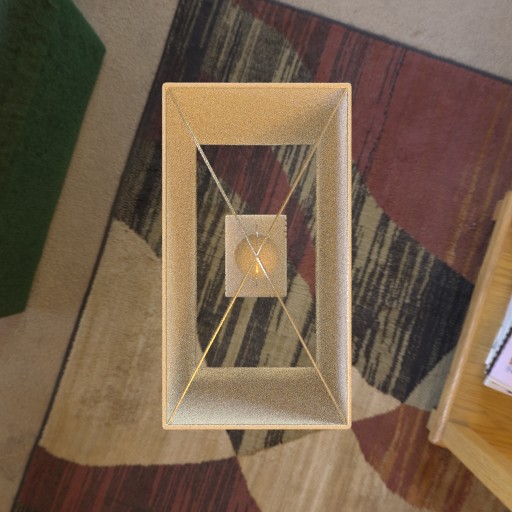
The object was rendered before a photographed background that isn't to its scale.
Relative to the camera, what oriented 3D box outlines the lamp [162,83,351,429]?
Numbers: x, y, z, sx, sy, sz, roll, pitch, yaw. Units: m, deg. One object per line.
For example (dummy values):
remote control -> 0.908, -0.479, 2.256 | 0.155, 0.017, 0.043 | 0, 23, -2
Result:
lamp -> 0.000, 0.000, 0.696 | 0.182, 0.543, 0.334 | 0, 90, 0
